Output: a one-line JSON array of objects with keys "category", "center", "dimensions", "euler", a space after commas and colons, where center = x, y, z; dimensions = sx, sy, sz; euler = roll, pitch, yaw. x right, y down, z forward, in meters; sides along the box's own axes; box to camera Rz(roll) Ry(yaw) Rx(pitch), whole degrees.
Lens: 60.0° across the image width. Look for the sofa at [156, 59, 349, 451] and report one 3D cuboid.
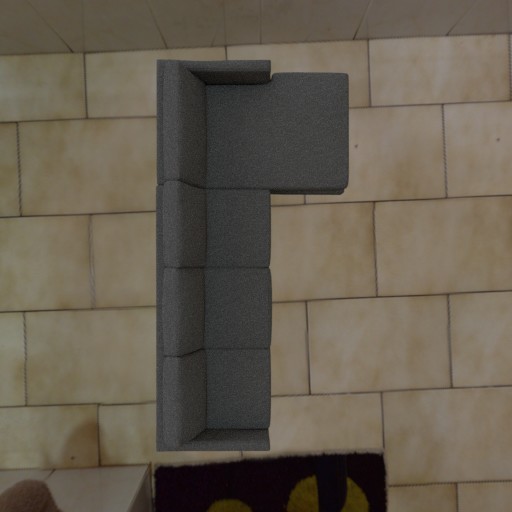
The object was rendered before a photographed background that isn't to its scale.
[{"category": "sofa", "center": [0.000, 0.000, 3.826], "dimensions": [1.625, 0.846, 3.186], "euler": [0, 90, 0]}]
